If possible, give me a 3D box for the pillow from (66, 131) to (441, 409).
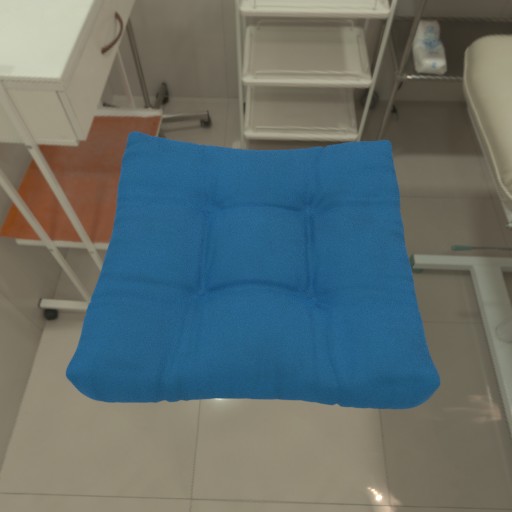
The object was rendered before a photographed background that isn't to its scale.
[{"bbox_3d":[0.000,0.000,0.716,0.490,0.128,0.468,1,58,1],"label":"pillow"}]
